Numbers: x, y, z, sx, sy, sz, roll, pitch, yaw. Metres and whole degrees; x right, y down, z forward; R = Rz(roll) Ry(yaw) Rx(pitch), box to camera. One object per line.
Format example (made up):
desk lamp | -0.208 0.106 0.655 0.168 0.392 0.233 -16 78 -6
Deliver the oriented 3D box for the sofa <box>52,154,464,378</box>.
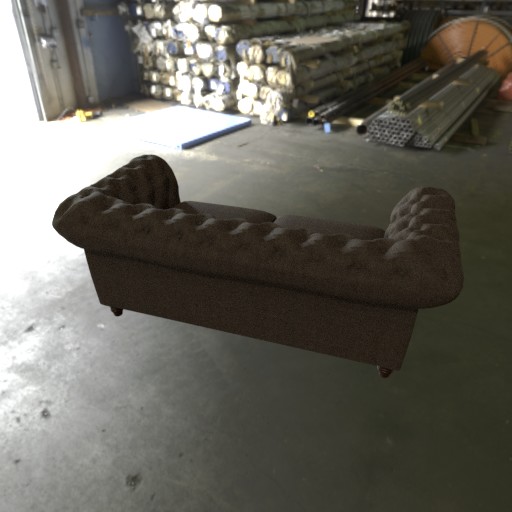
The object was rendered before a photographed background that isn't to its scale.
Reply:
sofa | 0.000 0.000 2.522 2.048 0.780 0.944 10 33 16
